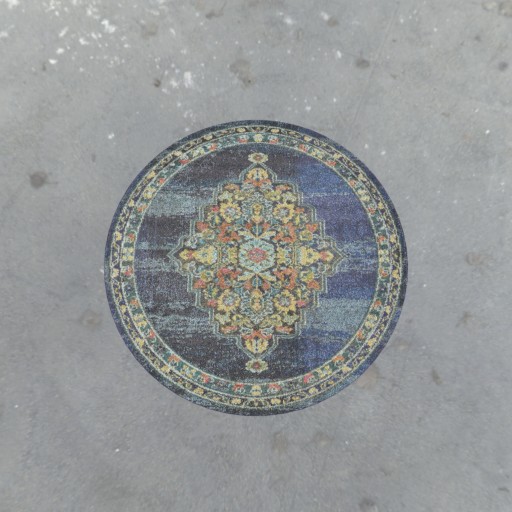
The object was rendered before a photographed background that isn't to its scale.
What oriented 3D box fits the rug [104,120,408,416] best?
[{"bbox_3d":[0.000,0.000,3.488,2.386,0.014,2.386,0,76,0],"label":"rug"}]
